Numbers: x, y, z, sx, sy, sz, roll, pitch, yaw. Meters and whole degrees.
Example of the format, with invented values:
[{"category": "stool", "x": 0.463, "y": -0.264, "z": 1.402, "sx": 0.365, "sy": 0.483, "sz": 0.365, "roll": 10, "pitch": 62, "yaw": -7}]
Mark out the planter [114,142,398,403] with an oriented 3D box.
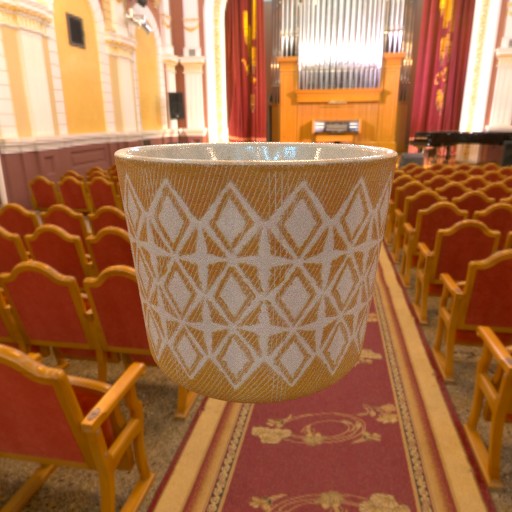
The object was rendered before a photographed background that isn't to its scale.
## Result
[{"category": "planter", "x": 0.000, "y": 0.000, "z": 0.222, "sx": 0.126, "sy": 0.104, "sz": 0.126, "roll": 0, "pitch": 17, "yaw": 0}]
